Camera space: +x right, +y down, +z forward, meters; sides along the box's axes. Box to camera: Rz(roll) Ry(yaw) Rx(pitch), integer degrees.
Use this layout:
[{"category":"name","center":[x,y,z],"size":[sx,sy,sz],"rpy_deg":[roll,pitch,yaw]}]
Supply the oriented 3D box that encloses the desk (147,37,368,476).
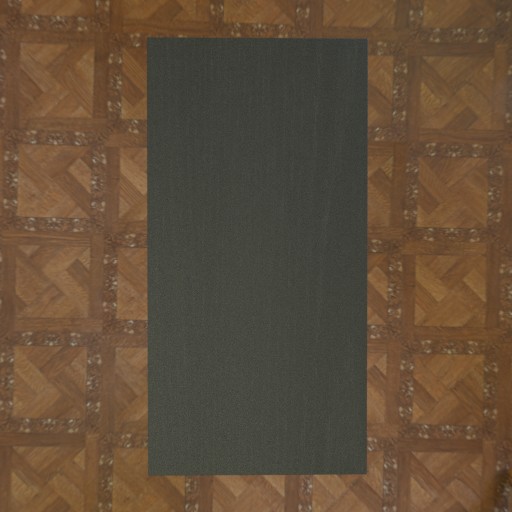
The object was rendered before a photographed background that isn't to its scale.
[{"category":"desk","center":[0.000,0.000,1.334],"size":[0.499,0.660,0.991],"rpy_deg":[0,91,-1]}]
